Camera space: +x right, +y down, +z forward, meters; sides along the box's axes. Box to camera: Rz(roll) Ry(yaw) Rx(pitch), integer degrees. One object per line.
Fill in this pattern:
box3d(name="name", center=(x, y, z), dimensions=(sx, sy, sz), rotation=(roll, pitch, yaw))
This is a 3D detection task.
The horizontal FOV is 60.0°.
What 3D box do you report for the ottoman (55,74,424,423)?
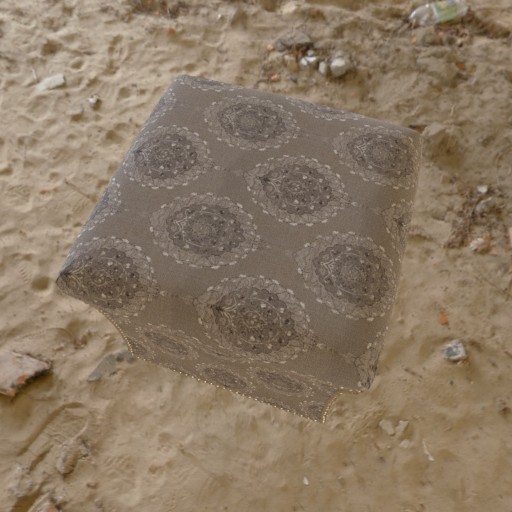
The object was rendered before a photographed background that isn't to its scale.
box3d(name="ottoman", center=(0.000, 0.000, 0.908), dimensions=(0.507, 0.473, 0.497), rotation=(17, 64, 9))
